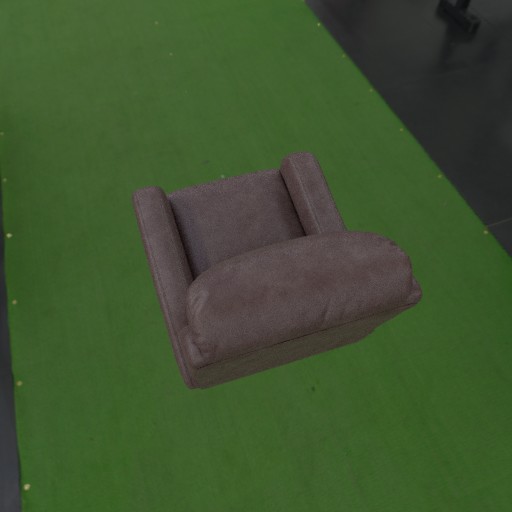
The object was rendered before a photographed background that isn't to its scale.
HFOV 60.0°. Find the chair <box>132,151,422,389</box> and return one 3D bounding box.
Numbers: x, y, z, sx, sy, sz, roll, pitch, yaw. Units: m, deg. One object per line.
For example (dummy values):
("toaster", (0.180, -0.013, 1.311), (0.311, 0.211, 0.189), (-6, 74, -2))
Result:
("chair", (0.000, 0.000, 1.796), (0.865, 1.067, 1.067), (-15, 58, -9))
